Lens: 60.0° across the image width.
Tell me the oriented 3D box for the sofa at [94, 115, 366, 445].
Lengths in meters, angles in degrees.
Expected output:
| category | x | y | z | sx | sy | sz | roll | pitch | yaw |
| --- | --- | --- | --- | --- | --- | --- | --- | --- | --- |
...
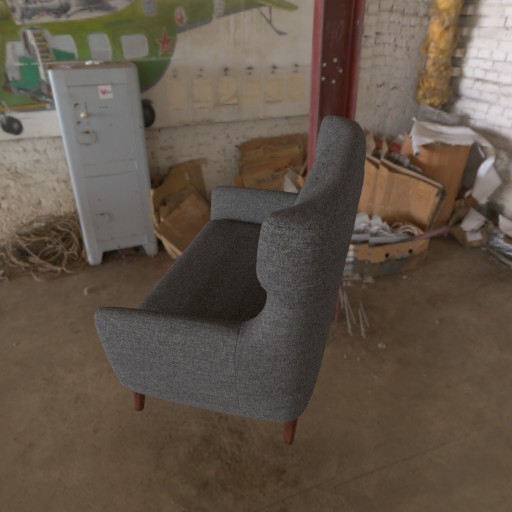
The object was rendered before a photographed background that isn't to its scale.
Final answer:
| category | x | y | z | sx | sy | sz | roll | pitch | yaw |
| --- | --- | --- | --- | --- | --- | --- | --- | --- | --- |
| sofa | 0.000 | 0.000 | 2.035 | 0.874 | 1.028 | 1.358 | 7 | 30 | 13 |
